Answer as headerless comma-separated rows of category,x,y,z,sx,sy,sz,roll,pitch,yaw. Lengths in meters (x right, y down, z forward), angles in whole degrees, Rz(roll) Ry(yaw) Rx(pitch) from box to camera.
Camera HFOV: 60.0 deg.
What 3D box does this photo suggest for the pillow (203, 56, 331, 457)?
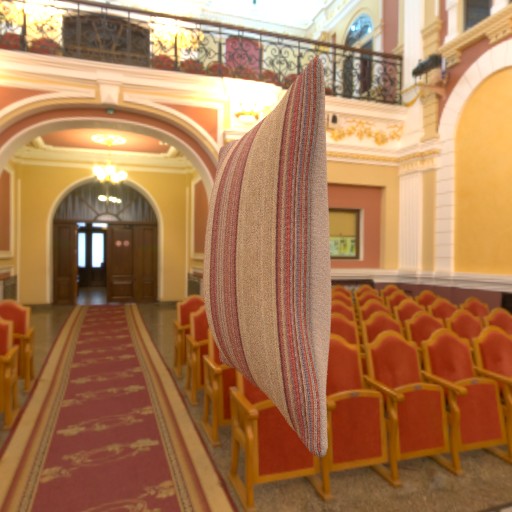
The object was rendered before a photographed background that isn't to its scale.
pillow,0.000,0.000,0.659,0.136,0.419,0.437,0,0,-18
